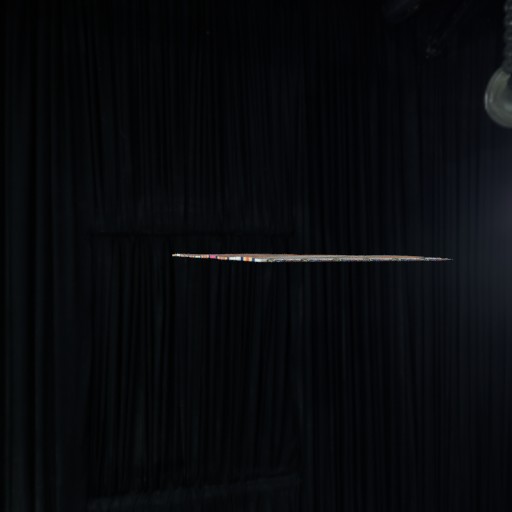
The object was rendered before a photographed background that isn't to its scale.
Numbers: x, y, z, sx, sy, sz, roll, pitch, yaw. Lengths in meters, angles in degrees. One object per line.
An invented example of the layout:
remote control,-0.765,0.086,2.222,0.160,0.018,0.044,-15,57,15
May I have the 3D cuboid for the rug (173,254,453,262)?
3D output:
rug,0.000,0.000,2.601,0.695,0.017,2.455,0,1,-18
